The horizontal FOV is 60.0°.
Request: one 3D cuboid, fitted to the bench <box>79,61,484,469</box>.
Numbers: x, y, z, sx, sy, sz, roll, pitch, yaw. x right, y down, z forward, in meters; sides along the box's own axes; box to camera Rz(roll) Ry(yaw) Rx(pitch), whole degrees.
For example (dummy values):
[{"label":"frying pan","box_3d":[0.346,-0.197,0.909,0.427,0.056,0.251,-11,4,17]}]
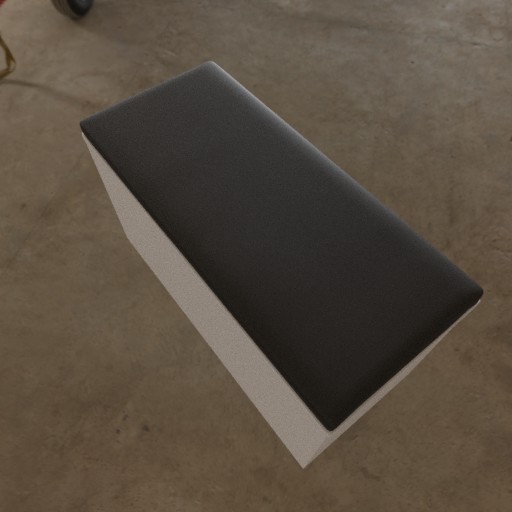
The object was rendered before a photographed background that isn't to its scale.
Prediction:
[{"label":"bench","box_3d":[0.000,0.000,1.150,0.401,0.500,0.899,-34,64,-19]}]
